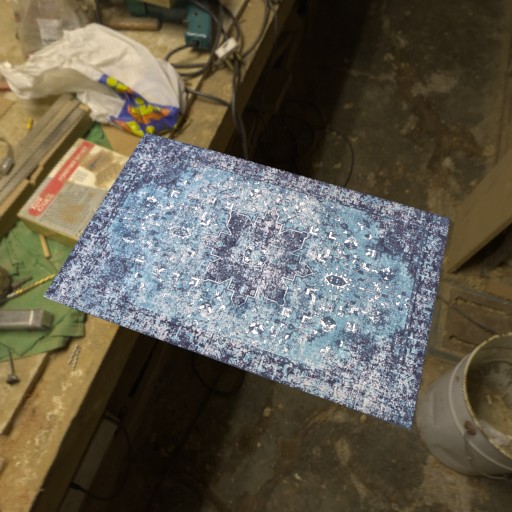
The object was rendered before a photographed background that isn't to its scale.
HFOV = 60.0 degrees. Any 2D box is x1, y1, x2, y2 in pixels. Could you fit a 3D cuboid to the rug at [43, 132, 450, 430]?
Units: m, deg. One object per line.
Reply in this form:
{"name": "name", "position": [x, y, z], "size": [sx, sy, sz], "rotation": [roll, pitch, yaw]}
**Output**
{"name": "rug", "position": [0.000, 0.000, 3.061], "size": [2.440, 0.007, 1.525], "rotation": [18, 64, 9]}
